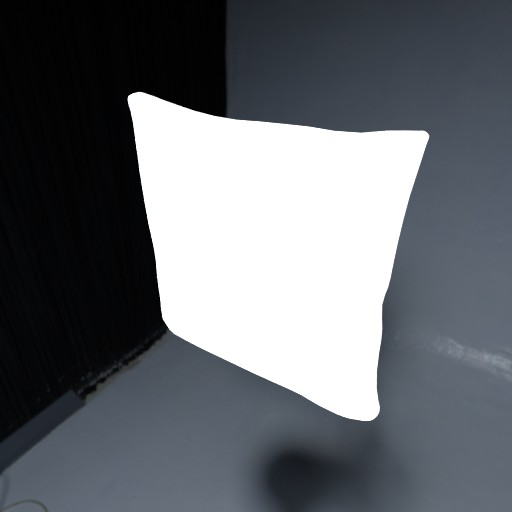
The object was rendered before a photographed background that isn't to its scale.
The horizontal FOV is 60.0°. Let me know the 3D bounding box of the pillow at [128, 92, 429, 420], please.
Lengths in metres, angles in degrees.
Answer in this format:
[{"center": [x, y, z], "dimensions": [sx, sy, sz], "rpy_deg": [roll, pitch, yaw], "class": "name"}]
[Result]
[{"center": [0.000, 0.000, 0.760], "dimensions": [0.496, 0.491, 0.219], "rpy_deg": [19, 34, 30], "class": "pillow"}]
